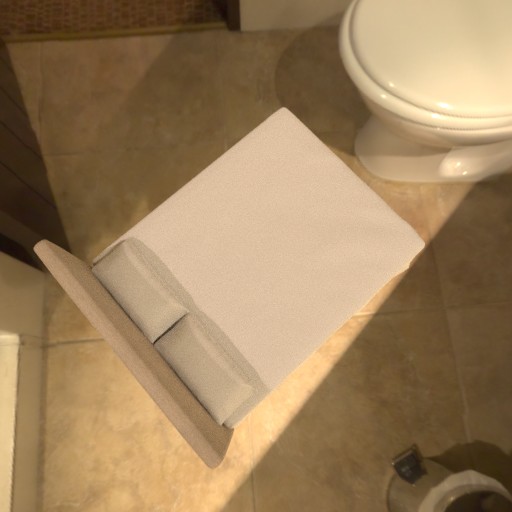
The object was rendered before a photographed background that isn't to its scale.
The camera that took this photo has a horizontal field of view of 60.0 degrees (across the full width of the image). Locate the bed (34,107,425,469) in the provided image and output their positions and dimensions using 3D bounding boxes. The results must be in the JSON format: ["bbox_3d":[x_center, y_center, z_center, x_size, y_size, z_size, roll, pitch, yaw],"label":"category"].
[{"bbox_3d":[0.000,0.000,3.270,2.162,1.330,1.713,-41,79,-10],"label":"bed"}]
